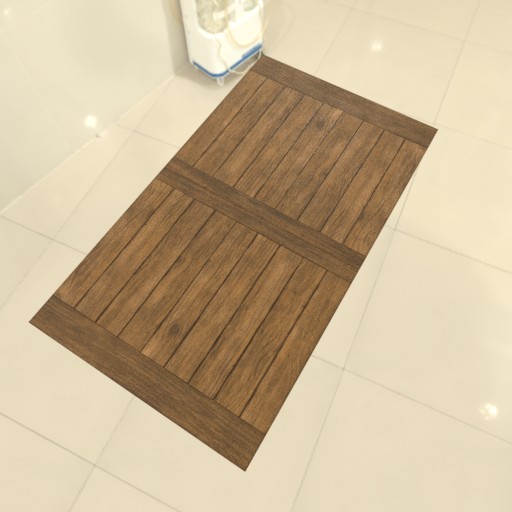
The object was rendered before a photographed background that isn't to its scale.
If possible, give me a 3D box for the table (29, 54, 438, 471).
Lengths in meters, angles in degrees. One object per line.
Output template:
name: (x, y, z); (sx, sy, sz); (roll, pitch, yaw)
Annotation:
table: (0.000, 0.000, 2.151); (0.931, 0.757, 1.641); (29, 67, 13)
